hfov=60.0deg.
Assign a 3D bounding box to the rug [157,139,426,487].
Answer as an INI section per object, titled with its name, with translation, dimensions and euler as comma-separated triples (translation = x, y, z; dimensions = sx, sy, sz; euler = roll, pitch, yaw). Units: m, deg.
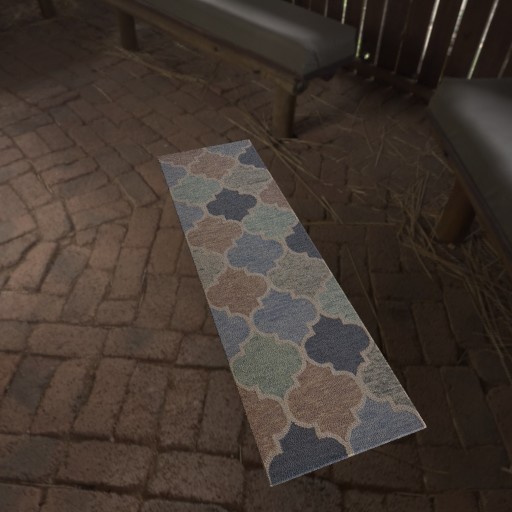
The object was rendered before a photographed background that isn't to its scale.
[rug]
translation = 0.000, 0.000, 2.483
dimensions = 0.687, 0.011, 2.287
euler = -14, 48, -13
